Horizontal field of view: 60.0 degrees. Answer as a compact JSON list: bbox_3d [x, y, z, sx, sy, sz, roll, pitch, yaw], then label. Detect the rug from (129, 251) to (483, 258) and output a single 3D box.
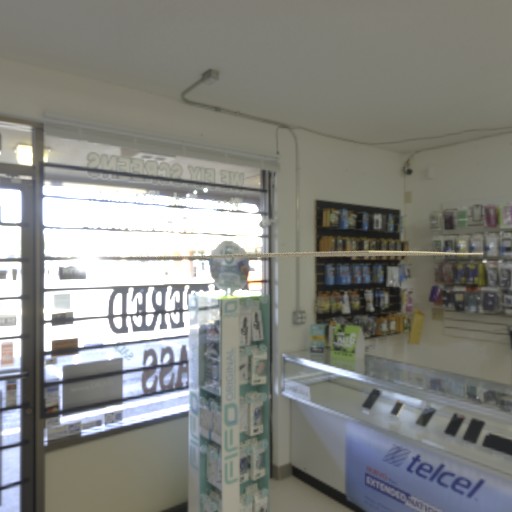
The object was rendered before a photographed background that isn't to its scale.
[{"bbox_3d":[0.000,0.000,2.759,0.770,0.016,2.442,0,-1,-35],"label":"rug"}]
